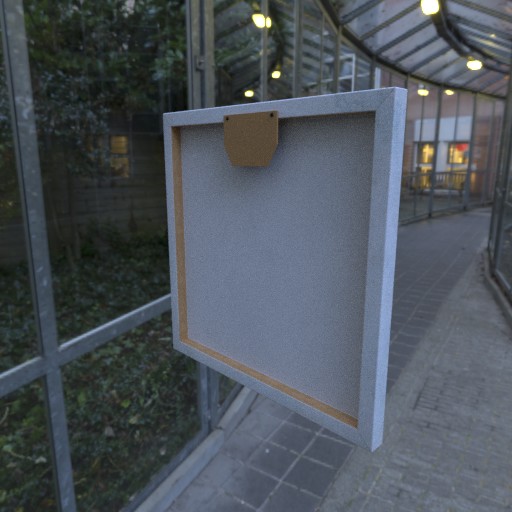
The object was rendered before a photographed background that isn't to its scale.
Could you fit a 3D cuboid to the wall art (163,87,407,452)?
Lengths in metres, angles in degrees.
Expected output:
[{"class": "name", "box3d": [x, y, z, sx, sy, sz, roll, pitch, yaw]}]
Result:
[{"class": "wall art", "box3d": [0.000, 0.000, 0.928, 0.044, 0.605, 0.605, -12, 18, -43]}]
